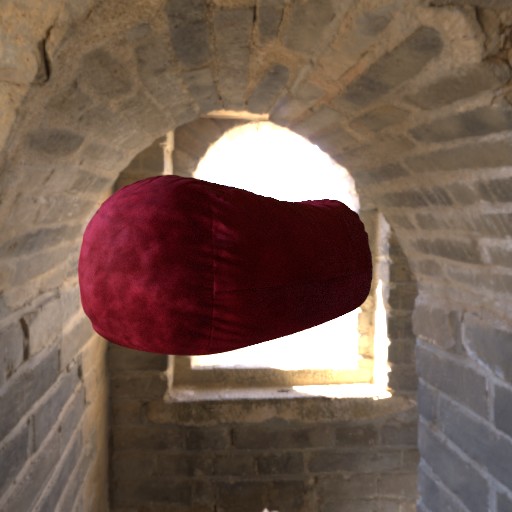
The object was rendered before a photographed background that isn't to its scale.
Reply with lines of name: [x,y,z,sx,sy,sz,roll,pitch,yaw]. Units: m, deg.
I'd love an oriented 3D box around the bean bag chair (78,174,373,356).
bean bag chair: [0.000,0.000,2.890,1.216,0.867,2.293,2,3,35]
